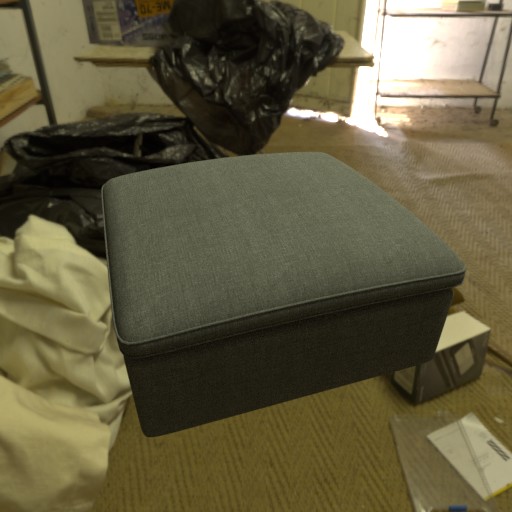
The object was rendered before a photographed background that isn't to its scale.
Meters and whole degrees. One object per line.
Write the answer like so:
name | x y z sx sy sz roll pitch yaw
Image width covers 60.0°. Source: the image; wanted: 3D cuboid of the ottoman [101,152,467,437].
ottoman | 0.000 0.000 1.721 1.067 0.559 1.067 -10 34 -15
